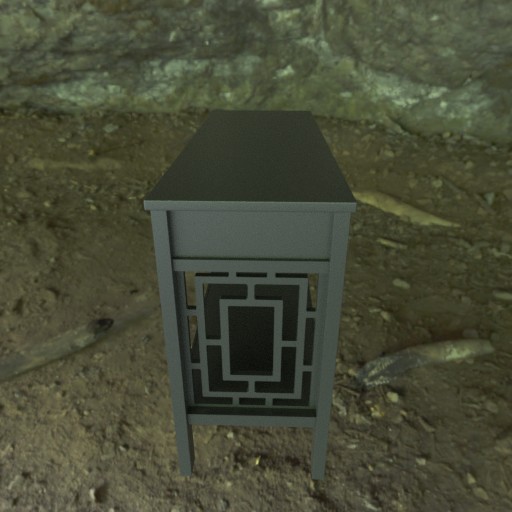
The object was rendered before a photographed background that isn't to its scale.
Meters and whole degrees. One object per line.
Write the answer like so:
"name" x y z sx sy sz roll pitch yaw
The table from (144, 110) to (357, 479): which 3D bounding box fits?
"table" 0.000 0.000 1.443 0.397 0.753 1.068 1 27 2
